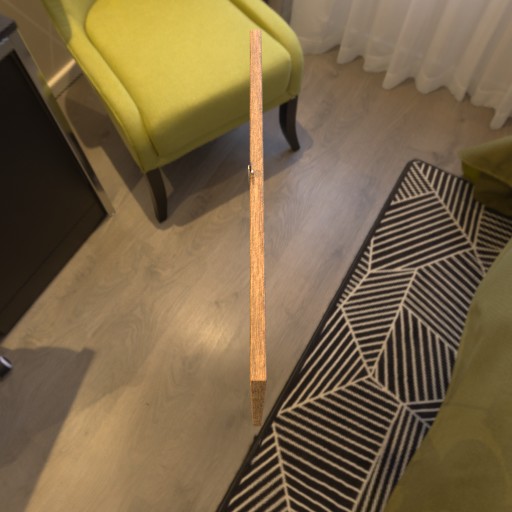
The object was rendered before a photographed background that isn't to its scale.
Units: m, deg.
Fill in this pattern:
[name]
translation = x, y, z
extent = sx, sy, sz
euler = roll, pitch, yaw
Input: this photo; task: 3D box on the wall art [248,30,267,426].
[wall art]
translation = 0.000, 0.000, 0.845
extent = 0.021, 0.582, 0.561
euler = 0, 64, 0
